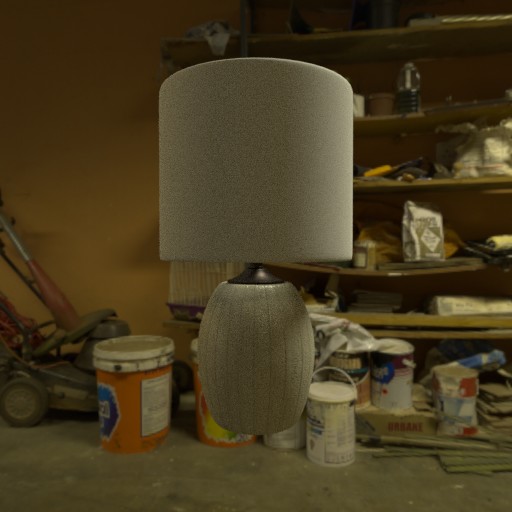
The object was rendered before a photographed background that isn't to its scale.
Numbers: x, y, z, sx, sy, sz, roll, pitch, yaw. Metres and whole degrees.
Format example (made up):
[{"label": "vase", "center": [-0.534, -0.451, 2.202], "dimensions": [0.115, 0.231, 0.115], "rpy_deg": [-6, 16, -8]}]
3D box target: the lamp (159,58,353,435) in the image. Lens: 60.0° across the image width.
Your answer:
[{"label": "lamp", "center": [0.000, 0.000, 0.773], "dimensions": [0.329, 0.570, 0.329], "rpy_deg": [-1, 1, -37]}]
